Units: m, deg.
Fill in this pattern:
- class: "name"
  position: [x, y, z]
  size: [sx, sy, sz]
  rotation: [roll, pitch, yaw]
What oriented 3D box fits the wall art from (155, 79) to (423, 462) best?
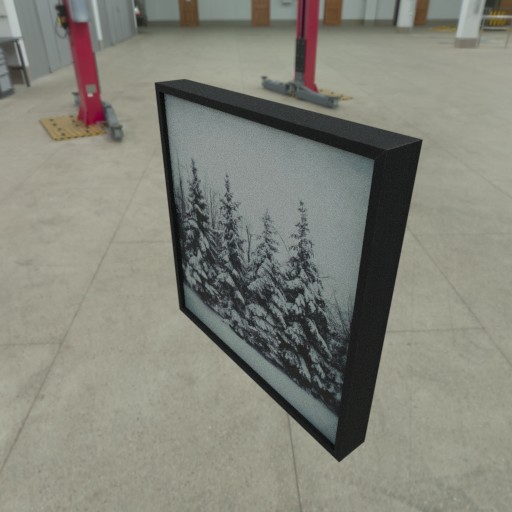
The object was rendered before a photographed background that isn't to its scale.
- class: "wall art"
  position: [0.000, 0.000, 0.460]
  size: [0.037, 0.305, 0.305]
  rotation: [-22, 37, -32]
